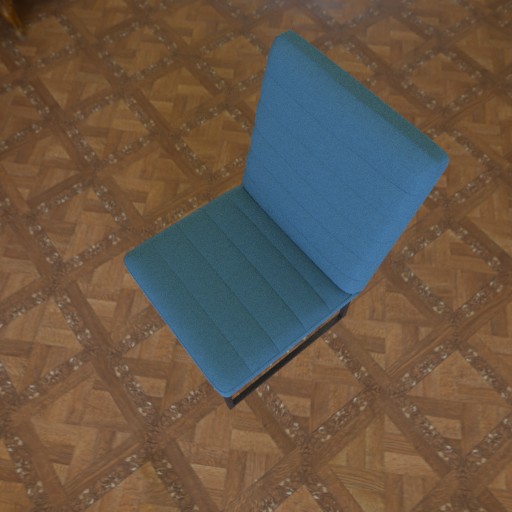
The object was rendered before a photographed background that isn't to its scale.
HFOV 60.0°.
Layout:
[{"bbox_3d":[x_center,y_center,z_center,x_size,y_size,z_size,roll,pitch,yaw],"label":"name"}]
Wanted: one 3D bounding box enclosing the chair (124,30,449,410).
[{"bbox_3d":[0.000,0.000,1.295,0.634,0.930,0.520,-35,68,-16],"label":"chair"}]
